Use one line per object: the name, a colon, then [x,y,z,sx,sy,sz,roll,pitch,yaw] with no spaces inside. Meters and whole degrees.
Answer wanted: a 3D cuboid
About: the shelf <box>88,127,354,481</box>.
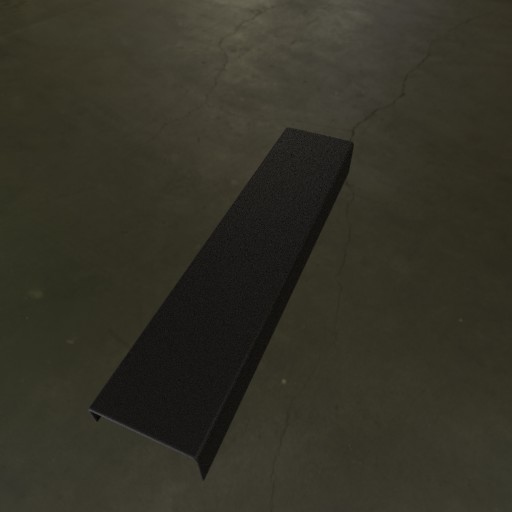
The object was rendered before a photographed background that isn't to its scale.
shelf: [0.000,0.000,0.502,0.102,0.053,0.456,18,50,15]
